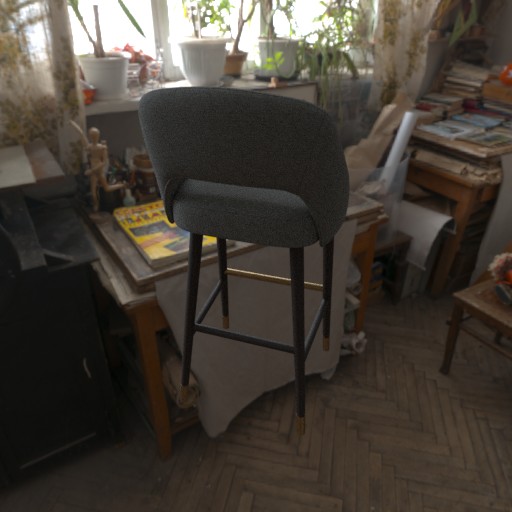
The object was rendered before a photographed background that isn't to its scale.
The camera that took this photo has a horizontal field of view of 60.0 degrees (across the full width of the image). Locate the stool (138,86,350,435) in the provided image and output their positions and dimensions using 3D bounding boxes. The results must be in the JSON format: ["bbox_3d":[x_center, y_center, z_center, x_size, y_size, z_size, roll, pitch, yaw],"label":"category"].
[{"bbox_3d":[0.000,0.000,1.398,0.536,1.089,0.524,10,32,16],"label":"stool"}]
